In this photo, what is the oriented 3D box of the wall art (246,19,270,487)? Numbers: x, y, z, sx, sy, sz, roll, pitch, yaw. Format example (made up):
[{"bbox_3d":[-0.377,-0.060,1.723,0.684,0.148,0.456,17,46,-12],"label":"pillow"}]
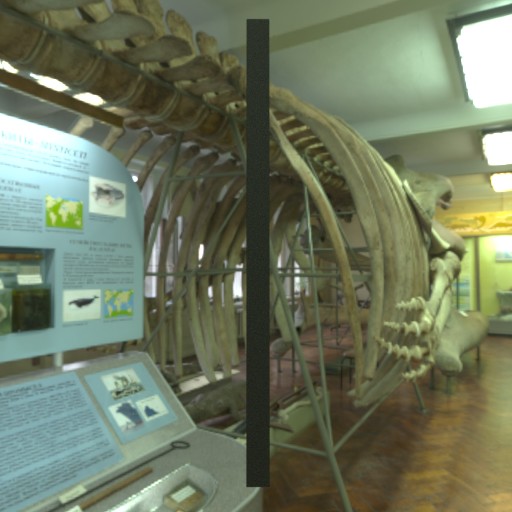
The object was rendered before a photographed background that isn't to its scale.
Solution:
[{"bbox_3d":[0.000,0.000,0.441,0.015,0.304,0.306,0,-2,0],"label":"wall art"}]
